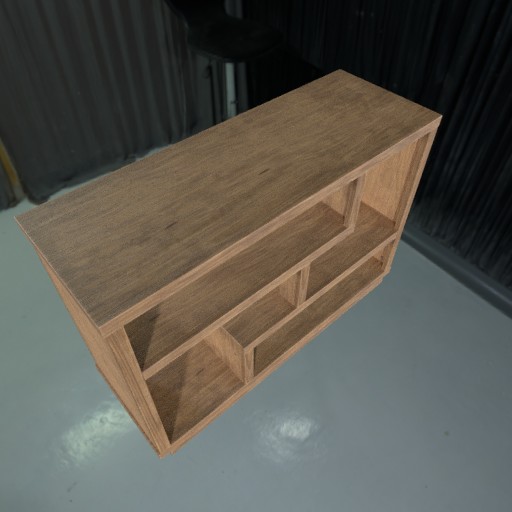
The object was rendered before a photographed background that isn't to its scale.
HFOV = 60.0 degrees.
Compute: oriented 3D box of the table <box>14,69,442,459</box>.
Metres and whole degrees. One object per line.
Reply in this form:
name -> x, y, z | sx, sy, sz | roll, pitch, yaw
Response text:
table -> 0.000, 0.000, 1.474 | 1.151, 0.771, 0.410 | -33, 56, -26
